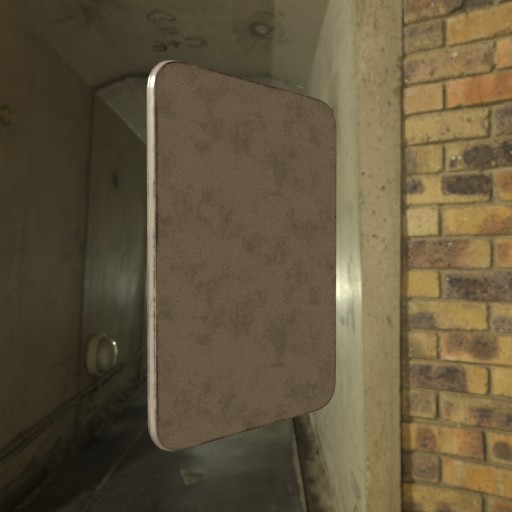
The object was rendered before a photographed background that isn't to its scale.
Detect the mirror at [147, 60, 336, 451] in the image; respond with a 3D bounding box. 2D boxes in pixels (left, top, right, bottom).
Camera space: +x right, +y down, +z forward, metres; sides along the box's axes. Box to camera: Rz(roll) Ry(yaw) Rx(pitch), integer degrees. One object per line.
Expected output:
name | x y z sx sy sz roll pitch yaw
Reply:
mirror | 0.000 0.000 0.907 0.461 0.713 0.024 -1 1 -36
